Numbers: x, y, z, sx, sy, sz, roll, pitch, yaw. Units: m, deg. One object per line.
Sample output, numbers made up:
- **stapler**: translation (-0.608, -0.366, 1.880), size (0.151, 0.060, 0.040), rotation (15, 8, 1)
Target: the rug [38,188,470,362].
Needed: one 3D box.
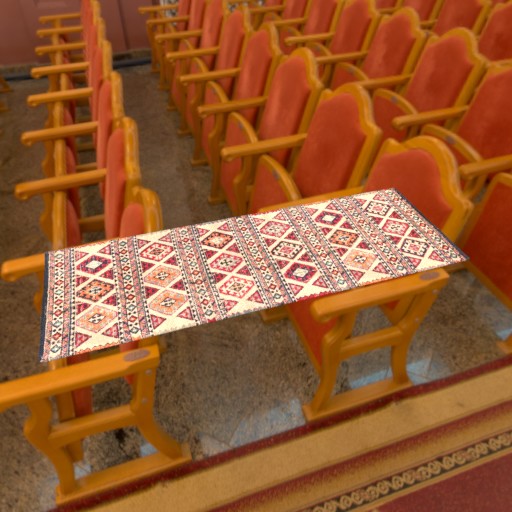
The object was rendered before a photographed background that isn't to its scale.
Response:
- **rug**: translation (0.000, 0.000, 2.601), size (2.362, 0.008, 0.832), rotation (-12, 42, -14)
